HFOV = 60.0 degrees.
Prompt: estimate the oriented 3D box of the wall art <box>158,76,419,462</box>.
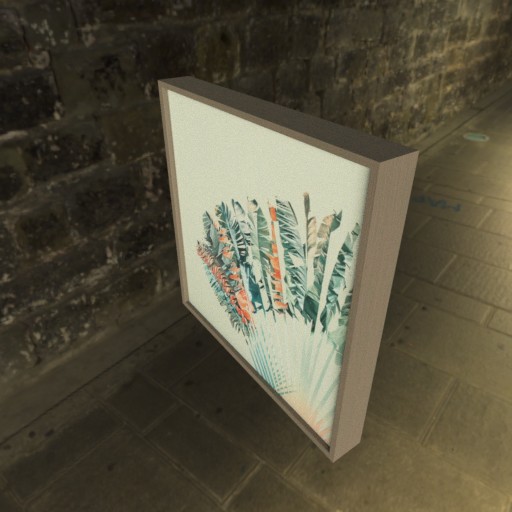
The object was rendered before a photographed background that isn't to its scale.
[{"bbox_3d":[0.000,0.000,0.460,0.038,0.303,0.304,-21,38,-30],"label":"wall art"}]
